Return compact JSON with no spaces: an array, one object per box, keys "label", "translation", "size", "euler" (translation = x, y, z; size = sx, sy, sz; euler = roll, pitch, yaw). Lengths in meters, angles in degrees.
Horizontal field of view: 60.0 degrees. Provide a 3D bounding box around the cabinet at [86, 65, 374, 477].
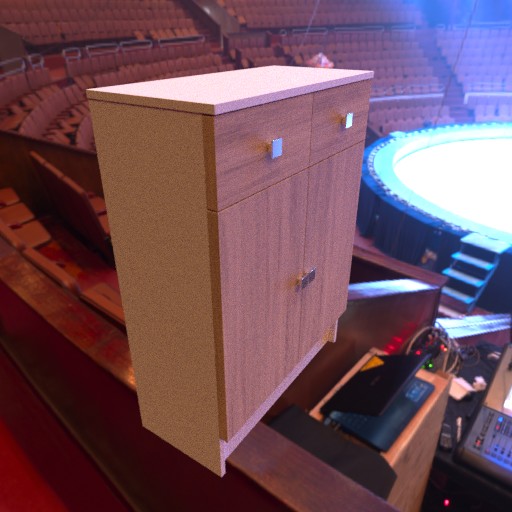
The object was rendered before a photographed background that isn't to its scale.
[{"label":"cabinet","translation":[0.000,0.000,1.093],"size":[0.296,0.815,0.600],"euler":[18,32,30]}]
